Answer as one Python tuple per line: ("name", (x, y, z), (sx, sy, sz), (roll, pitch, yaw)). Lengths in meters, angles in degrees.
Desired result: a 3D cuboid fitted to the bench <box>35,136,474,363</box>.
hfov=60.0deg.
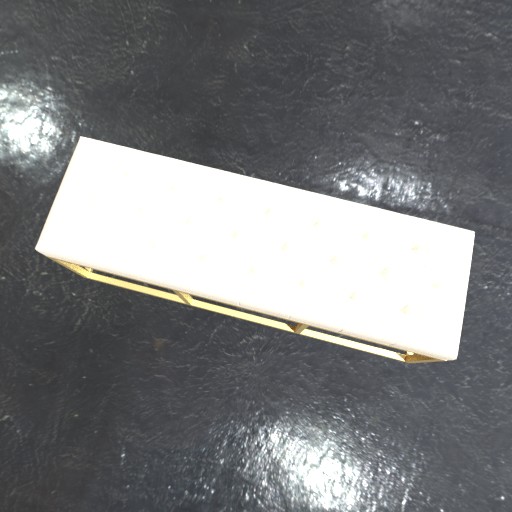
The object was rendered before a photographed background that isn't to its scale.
("bench", (0.000, 0.000, 1.751), (1.473, 0.484, 0.457), (14, 76, 4))
